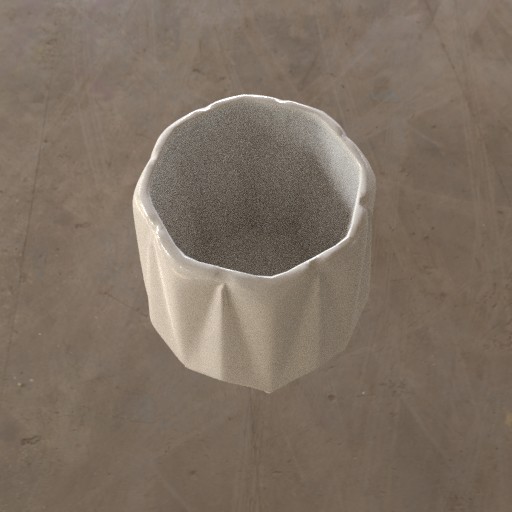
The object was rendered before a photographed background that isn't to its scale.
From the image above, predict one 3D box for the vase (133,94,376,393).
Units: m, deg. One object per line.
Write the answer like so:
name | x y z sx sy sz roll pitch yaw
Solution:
vase | 0.000 0.000 0.260 0.141 0.152 0.141 0 64 0
